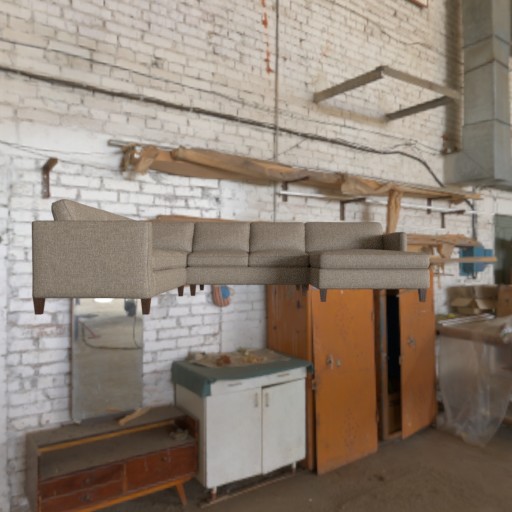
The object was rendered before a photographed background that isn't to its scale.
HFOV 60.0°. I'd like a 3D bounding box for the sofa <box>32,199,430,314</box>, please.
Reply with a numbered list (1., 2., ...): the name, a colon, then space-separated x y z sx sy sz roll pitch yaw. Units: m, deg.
1. sofa: 0.000 0.000 4.555 3.403 0.889 2.551 0 0 0
